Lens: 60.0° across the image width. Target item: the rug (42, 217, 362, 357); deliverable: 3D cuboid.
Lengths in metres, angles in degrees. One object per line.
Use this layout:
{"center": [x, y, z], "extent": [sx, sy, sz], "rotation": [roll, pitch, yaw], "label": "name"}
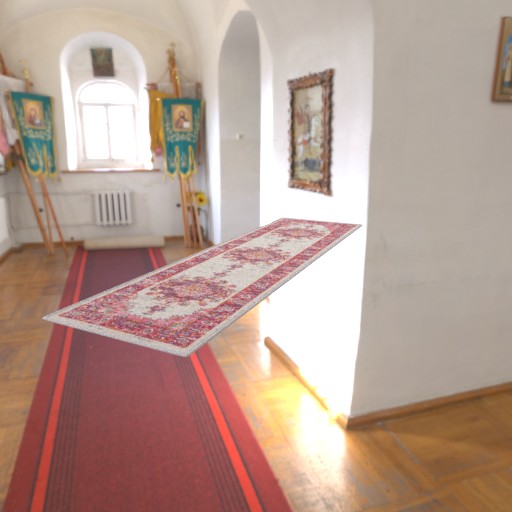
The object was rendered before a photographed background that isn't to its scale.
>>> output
{"center": [0.000, 0.000, 2.515], "extent": [0.666, 0.011, 2.294], "rotation": [8, 17, 26], "label": "rug"}
